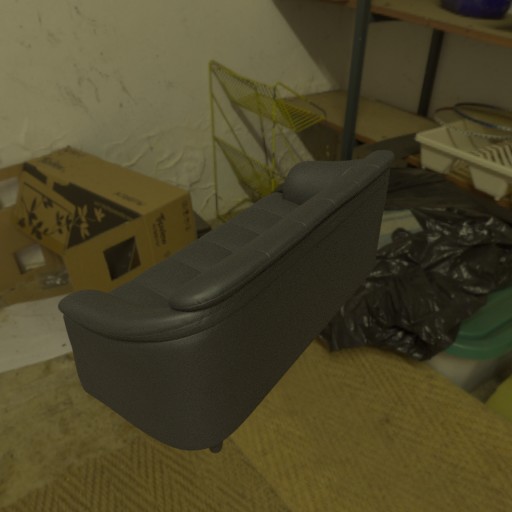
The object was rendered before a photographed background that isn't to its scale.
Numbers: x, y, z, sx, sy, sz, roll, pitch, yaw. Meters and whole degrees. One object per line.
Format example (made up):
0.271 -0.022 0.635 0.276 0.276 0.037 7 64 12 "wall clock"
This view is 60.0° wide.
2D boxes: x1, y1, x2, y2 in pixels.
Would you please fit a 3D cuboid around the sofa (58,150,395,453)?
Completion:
0.000 0.000 2.196 0.800 0.811 1.829 20 37 29 "sofa"
